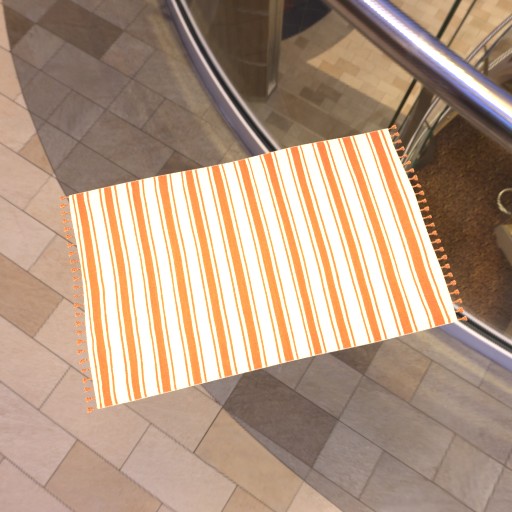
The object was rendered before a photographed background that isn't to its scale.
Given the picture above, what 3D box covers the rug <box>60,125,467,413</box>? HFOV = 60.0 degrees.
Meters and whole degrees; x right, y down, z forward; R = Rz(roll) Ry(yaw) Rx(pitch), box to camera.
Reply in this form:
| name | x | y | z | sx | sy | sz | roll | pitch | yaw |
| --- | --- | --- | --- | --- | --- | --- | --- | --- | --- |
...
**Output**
| name | x | y | z | sx | sy | sz | roll | pitch | yaw |
| --- | --- | --- | --- | --- | --- | --- | --- | --- | --- |
| rug | 0.000 | 0.000 | 2.500 | 2.092 | 0.017 | 1.232 | -13 | 75 | -4 |
